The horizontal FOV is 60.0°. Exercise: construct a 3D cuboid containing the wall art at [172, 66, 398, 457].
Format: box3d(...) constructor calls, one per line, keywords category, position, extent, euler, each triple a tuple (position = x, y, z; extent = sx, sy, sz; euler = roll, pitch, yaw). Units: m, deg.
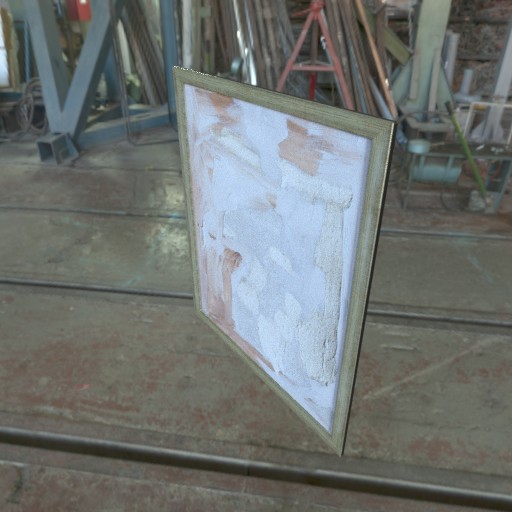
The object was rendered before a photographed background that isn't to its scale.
box3d(category="wall art", position=(0.000, 0.000, 0.770), extent=(0.009, 0.559, 0.483), euler=(-21, 37, -31))
